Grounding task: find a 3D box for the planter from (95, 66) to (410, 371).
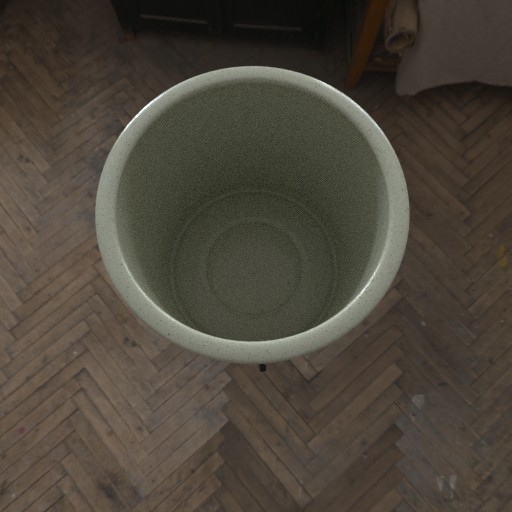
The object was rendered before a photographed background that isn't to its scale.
[{"bbox_3d":[0.000,0.000,0.671,0.323,0.475,0.314,-34,79,-8],"label":"planter"}]
